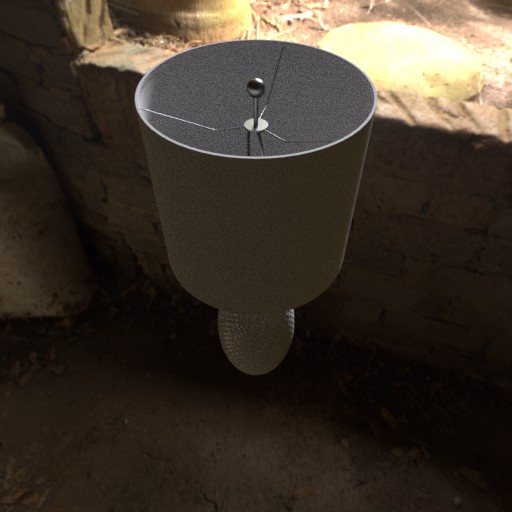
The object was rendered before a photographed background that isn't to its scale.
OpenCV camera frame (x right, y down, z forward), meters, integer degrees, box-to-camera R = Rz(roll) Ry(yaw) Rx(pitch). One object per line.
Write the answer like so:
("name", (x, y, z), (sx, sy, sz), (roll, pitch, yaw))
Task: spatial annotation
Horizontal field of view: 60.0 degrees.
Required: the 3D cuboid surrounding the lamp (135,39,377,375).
("lamp", (0.000, 0.000, 0.565), (0.214, 0.466, 0.214), (-10, 49, -9))
